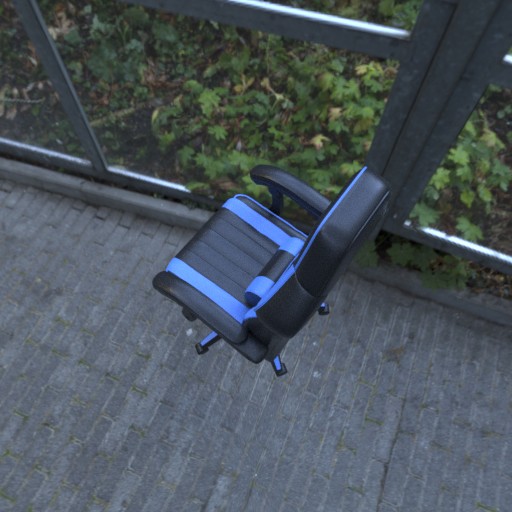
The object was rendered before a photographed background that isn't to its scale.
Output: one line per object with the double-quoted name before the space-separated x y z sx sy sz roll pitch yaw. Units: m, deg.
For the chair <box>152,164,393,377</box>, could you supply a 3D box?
"chair" 0.000 0.000 1.695 0.700 1.280 0.700 33 68 15
